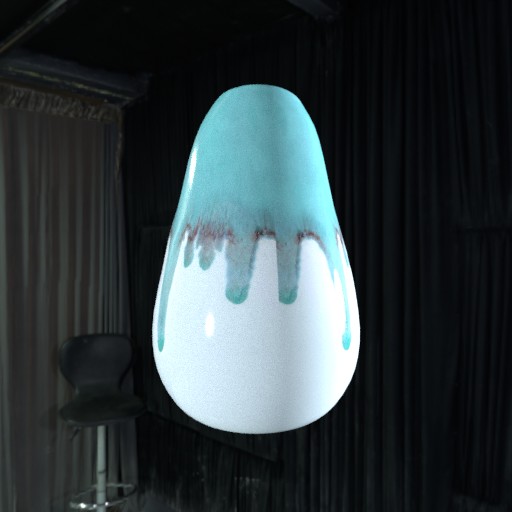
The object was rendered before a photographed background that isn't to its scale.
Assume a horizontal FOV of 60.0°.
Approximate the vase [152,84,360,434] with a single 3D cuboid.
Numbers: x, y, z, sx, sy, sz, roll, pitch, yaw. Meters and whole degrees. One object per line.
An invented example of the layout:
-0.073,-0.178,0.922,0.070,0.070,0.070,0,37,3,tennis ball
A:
0.000,0.000,0.254,0.116,0.179,0.116,0,1,0,vase
